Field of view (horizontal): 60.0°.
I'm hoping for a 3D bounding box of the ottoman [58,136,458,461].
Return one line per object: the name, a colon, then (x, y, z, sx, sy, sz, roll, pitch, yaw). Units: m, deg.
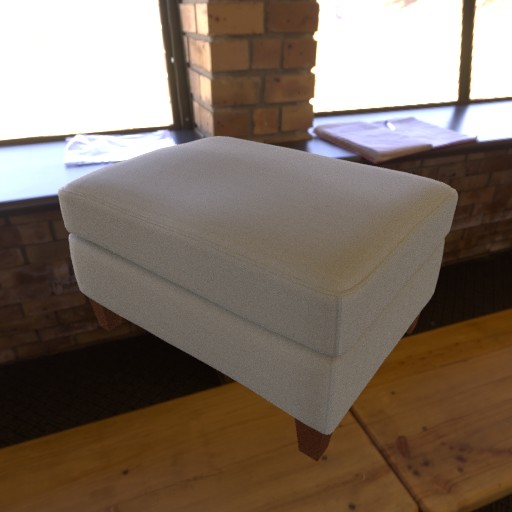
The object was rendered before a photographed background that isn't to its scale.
ottoman: (0.000, 0.000, 1.189, 0.818, 0.496, 0.634, 21, 36, 32)
